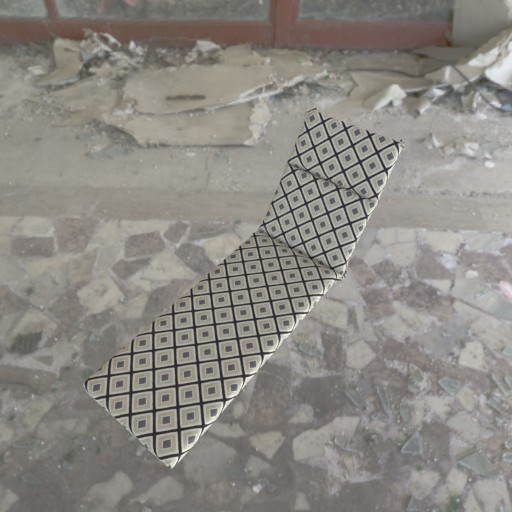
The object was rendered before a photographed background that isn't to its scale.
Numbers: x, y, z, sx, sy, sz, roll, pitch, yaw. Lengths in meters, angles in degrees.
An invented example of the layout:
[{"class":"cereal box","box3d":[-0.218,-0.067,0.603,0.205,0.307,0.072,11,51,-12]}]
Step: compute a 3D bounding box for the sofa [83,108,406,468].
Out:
[{"class":"sofa","box3d":[0.000,0.000,1.974,0.582,0.622,1.663,30,53,25]}]
